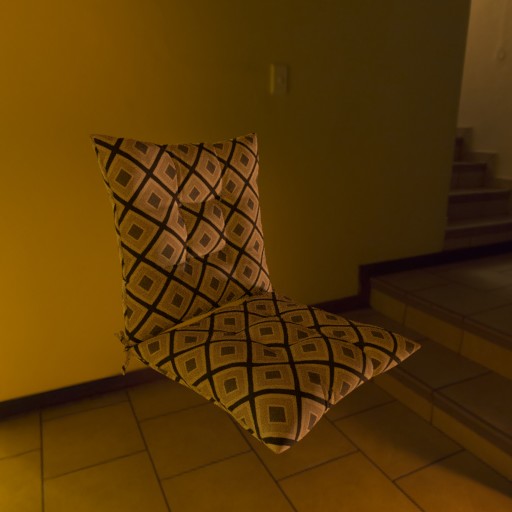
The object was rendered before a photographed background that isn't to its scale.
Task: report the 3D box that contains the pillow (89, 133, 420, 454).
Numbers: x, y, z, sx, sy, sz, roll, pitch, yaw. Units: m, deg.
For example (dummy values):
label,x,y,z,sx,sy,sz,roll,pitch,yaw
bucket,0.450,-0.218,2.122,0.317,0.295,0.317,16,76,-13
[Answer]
label,x,y,z,sx,sy,sz,roll,pitch,yaw
pillow,0.000,0.000,0.999,0.585,0.536,0.541,14,21,42
